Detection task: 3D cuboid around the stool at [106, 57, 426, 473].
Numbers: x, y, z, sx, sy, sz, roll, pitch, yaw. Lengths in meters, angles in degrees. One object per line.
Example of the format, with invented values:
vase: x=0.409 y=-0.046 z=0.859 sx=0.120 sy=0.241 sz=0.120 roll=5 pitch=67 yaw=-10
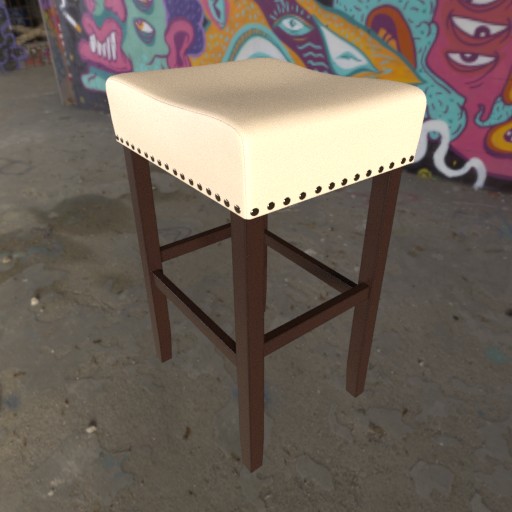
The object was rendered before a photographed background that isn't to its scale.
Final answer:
stool: x=0.000 y=0.000 z=1.007 sx=0.401 sy=0.762 sz=0.471 roll=-22 pitch=38 yaw=-31
